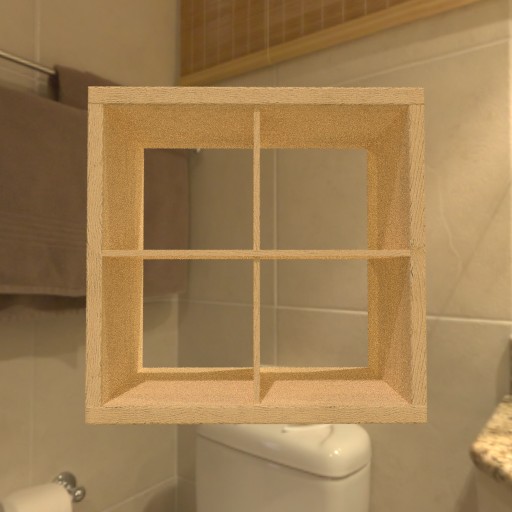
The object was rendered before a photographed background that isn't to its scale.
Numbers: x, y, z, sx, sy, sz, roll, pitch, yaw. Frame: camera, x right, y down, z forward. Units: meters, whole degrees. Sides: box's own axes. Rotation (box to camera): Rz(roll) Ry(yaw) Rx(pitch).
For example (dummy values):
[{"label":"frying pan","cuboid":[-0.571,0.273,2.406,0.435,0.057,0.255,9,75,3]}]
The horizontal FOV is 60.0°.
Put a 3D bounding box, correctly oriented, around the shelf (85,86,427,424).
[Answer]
[{"label":"shelf","cuboid":[0.000,0.000,1.229,0.790,0.786,0.390,0,-1,0]}]
